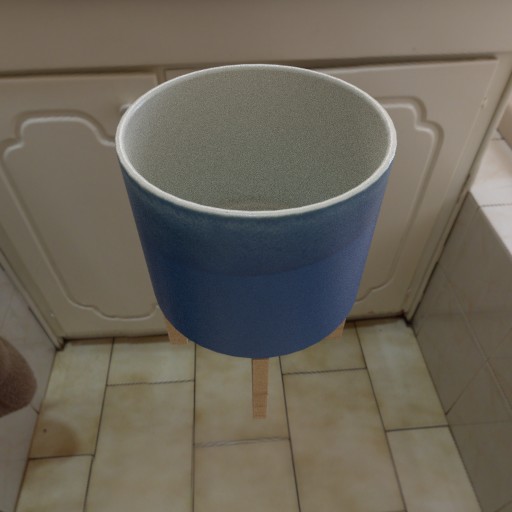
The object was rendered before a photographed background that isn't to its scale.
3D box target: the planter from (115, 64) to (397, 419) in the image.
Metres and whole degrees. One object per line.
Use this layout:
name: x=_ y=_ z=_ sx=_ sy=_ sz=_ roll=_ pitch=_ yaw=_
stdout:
planter: x=0.000 y=0.000 z=0.553 sx=0.261 sy=0.367 sz=0.261 roll=0 pitch=47 yaw=0
